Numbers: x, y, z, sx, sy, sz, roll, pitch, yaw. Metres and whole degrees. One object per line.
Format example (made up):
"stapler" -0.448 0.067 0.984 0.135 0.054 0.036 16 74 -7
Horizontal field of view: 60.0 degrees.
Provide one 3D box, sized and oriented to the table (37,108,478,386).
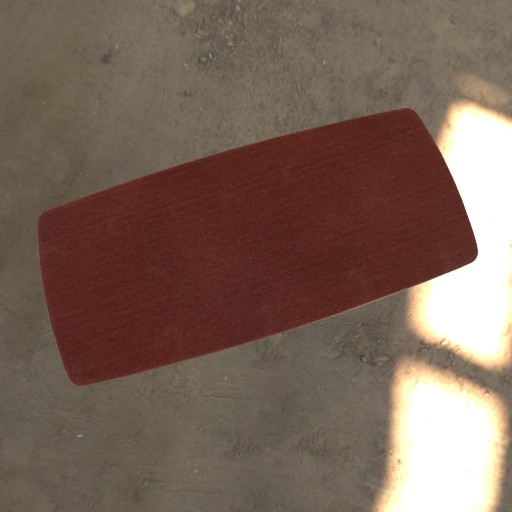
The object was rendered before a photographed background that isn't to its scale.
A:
"table" 0.000 0.000 1.491 1.216 0.473 0.561 -17 77 -4
